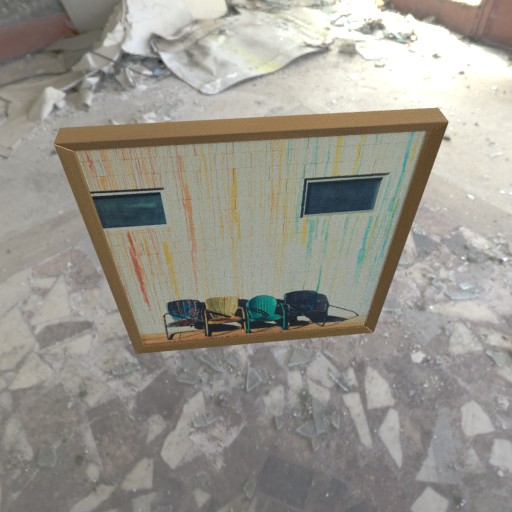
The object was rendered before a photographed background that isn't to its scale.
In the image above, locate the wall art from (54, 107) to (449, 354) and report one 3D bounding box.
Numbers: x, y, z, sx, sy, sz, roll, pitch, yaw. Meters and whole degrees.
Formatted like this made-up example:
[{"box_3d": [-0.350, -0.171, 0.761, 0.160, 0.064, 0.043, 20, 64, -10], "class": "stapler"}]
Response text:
[{"box_3d": [0.000, 0.000, 0.762, 0.505, 0.505, 0.037, -4, 48, -4], "class": "wall art"}]
